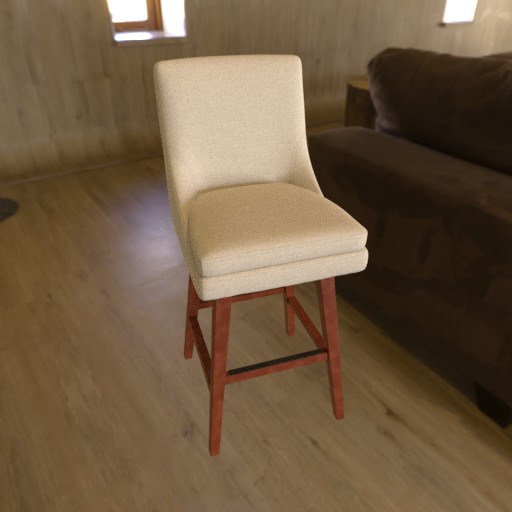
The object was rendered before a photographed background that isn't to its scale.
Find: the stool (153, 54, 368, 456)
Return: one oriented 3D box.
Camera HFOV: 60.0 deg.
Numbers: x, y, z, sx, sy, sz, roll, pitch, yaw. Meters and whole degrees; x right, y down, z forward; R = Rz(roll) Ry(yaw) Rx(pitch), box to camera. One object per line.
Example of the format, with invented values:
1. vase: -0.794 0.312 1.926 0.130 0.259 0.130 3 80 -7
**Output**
1. stool: 0.000 0.000 1.386 0.470 1.092 0.559 -10 32 -15
